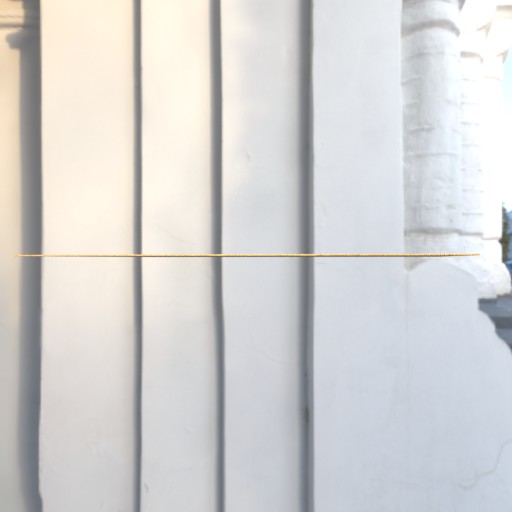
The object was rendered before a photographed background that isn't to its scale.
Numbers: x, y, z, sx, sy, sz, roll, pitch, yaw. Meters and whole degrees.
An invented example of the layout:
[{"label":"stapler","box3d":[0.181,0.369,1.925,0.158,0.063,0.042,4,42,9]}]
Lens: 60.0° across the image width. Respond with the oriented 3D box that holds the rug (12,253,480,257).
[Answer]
[{"label":"rug","box3d":[0.000,0.000,2.789,2.286,0.006,1.524,0,0,17]}]
